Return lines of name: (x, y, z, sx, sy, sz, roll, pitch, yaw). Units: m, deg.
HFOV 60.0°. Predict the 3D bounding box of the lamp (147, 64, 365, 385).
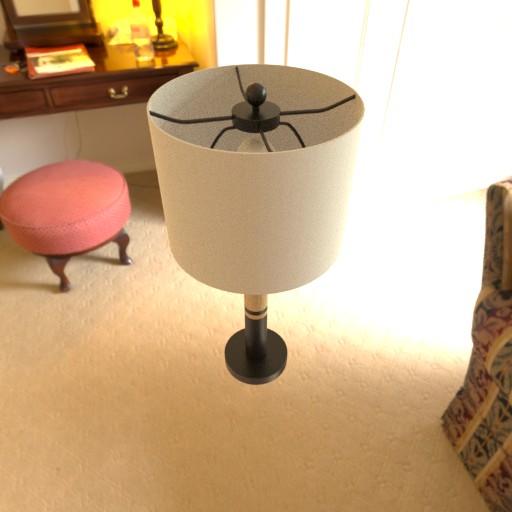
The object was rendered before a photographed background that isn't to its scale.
lamp: (0.000, 0.000, 0.824, 0.305, 0.640, 0.305, 26, 48, 26)
